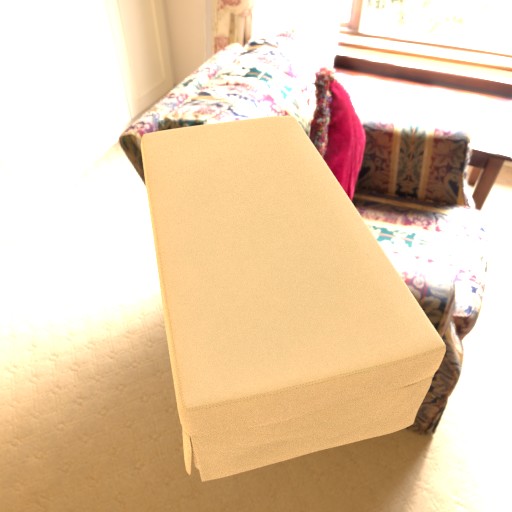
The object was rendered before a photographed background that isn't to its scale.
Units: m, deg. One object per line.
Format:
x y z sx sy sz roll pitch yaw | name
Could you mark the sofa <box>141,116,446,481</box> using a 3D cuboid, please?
0.000 0.000 2.076 0.939 0.552 1.677 -10 46 -10 | sofa
